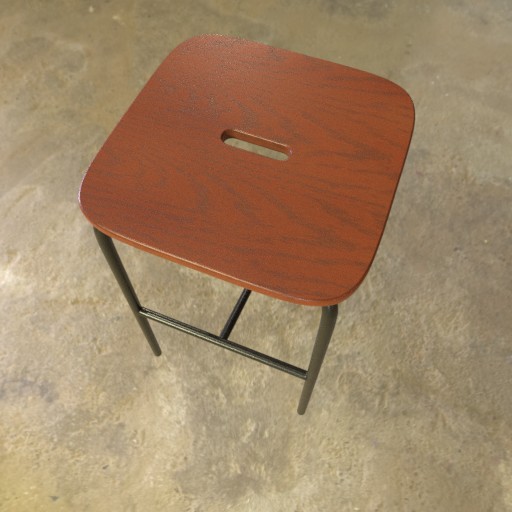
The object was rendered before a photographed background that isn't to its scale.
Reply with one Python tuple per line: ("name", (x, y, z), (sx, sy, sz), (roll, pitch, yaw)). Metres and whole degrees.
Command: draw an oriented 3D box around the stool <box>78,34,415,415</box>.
("stool", (0.000, 0.000, 0.823), (0.376, 0.610, 0.376), (19, 65, 10))
